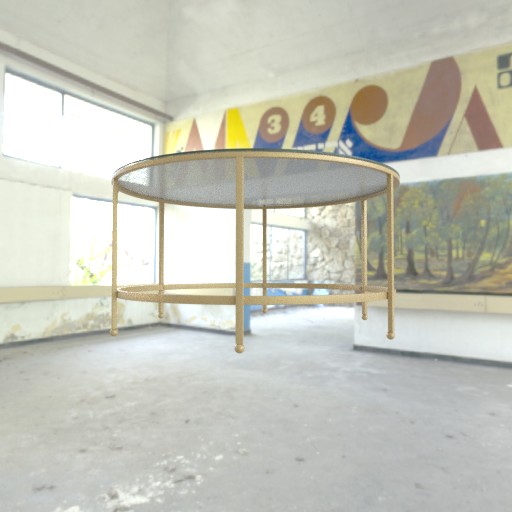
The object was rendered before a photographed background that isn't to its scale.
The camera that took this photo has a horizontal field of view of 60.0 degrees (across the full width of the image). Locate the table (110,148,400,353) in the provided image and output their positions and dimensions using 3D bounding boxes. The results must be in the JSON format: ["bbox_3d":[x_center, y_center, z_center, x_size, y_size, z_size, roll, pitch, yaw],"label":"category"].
[{"bbox_3d":[0.000,0.000,1.466,0.914,0.470,0.914,0,-2,0],"label":"table"}]
